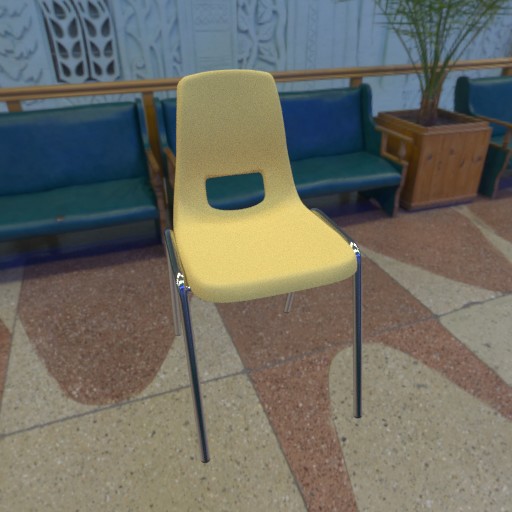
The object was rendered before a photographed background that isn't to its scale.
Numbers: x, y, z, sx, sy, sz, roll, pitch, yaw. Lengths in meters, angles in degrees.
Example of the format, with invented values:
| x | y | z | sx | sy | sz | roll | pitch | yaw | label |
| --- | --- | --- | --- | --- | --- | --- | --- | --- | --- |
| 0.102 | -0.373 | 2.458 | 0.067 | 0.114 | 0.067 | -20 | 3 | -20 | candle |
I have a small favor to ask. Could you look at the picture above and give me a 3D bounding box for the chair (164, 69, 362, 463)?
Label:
| x | y | z | sx | sy | sz | roll | pitch | yaw | label |
| --- | --- | --- | --- | --- | --- | --- | --- | --- | --- |
| 0.000 | 0.000 | 0.972 | 0.381 | 0.704 | 0.436 | -10 | 32 | -16 | chair |
